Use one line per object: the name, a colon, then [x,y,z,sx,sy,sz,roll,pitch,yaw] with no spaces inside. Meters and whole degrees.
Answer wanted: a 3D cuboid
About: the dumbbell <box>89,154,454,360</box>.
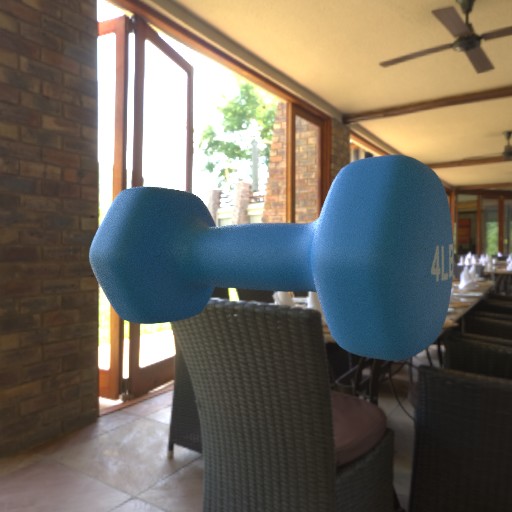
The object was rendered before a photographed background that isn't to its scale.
dumbbell: [0.000,0.000,0.188,0.152,0.066,0.074,1,1,36]
